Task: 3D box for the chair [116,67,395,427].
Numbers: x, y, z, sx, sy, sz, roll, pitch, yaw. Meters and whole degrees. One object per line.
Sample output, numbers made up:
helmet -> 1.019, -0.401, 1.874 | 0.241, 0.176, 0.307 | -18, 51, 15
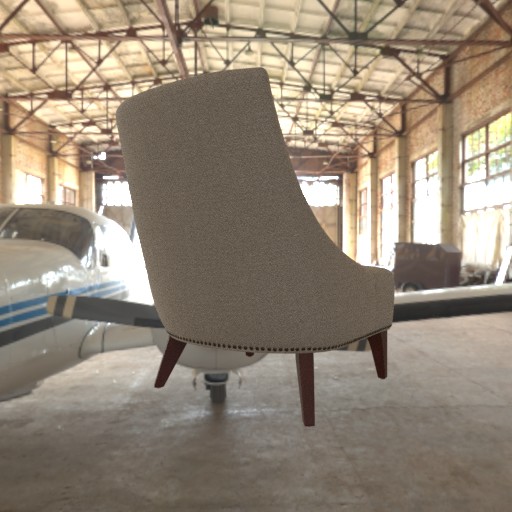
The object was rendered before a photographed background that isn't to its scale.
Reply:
chair -> 0.000, 0.000, 1.494 | 0.701, 0.909, 0.861 | 0, 1, 35
